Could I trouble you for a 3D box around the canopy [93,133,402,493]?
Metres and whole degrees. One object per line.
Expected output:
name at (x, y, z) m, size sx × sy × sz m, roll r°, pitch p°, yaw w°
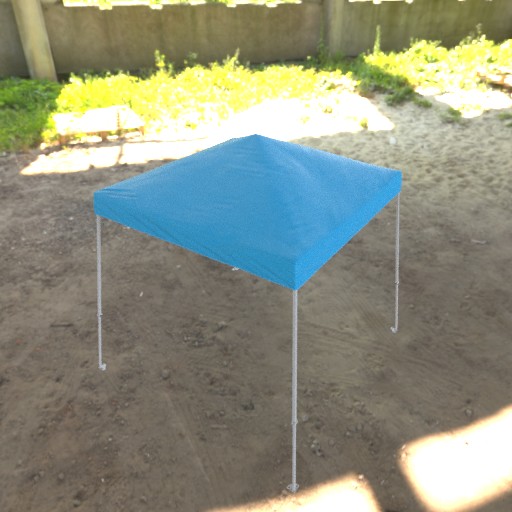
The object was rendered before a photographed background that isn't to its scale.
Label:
canopy at (0.000, 0.000, 6.511) m, size 3.600 × 3.600 × 3.599 m, roll 20°, pitch 36°, yaw 29°
